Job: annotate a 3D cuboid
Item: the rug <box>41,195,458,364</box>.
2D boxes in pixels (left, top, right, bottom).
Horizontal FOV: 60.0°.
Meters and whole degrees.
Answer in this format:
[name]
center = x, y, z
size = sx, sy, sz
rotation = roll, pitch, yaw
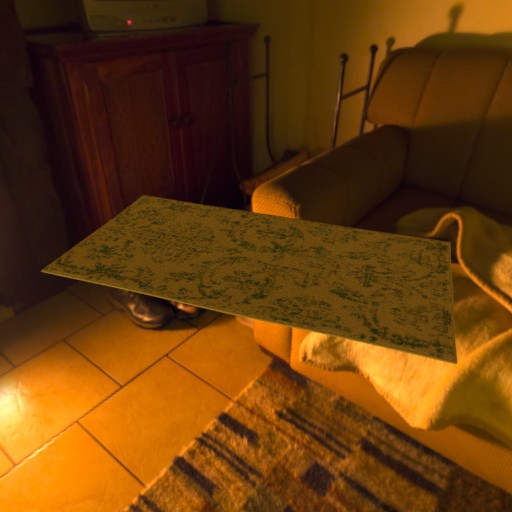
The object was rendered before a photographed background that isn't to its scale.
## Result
[rug]
center = 0.000, 0.000, 1.463
size = 1.220, 0.007, 0.605
rotation = 10, 34, 16
